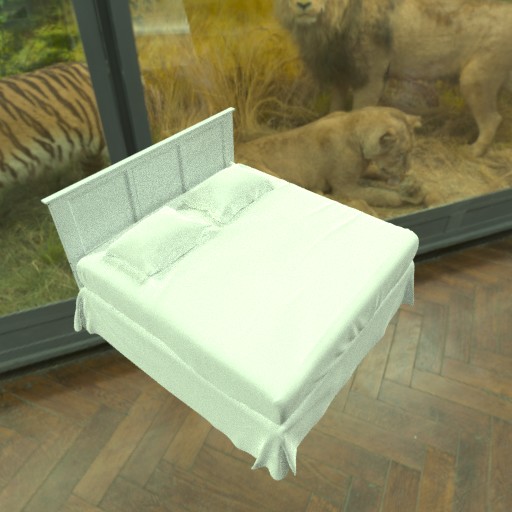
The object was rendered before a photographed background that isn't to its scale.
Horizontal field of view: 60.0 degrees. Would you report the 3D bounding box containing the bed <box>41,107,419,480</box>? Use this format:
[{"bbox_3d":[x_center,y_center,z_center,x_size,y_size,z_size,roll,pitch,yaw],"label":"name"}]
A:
[{"bbox_3d":[0.000,0.000,3.570,2.215,1.273,2.317,27,48,28],"label":"bed"}]
